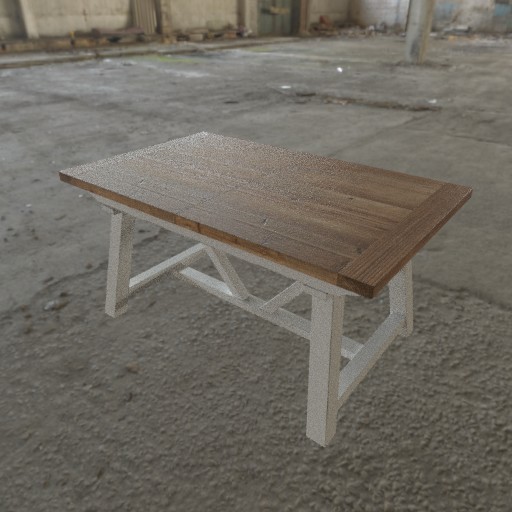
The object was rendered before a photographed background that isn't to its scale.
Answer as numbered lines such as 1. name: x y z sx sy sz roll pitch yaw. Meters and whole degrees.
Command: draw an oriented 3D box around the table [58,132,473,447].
1. table: 0.000 0.000 2.056 1.503 0.743 0.922 21 35 33
